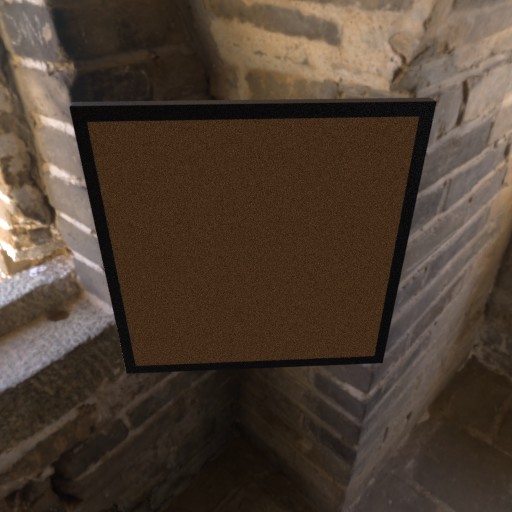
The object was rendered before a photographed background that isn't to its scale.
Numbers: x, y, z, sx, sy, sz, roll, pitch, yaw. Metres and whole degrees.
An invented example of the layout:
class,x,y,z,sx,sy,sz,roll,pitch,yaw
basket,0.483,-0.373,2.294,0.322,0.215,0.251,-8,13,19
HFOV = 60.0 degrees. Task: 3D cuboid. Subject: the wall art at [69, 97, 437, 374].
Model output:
class,x,y,z,sx,sy,sz,roll,pitch,yaw
wall art,0.000,0.000,1.136,0.765,0.765,0.038,-2,32,-3
